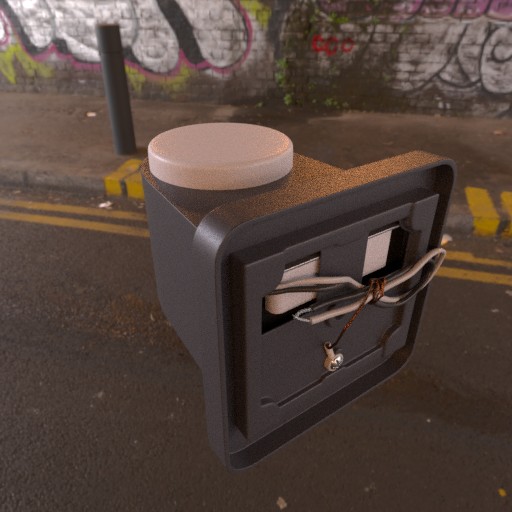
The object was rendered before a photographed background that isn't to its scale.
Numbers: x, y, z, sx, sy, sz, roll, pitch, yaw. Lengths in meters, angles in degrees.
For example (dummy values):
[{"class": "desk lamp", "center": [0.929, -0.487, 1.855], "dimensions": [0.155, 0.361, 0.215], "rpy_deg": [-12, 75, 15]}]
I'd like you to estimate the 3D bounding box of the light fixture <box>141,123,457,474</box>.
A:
[{"class": "light fixture", "center": [0.000, 0.000, 0.208], "dimensions": [0.109, 0.109, 0.132], "rpy_deg": [-20, 36, -30]}]
